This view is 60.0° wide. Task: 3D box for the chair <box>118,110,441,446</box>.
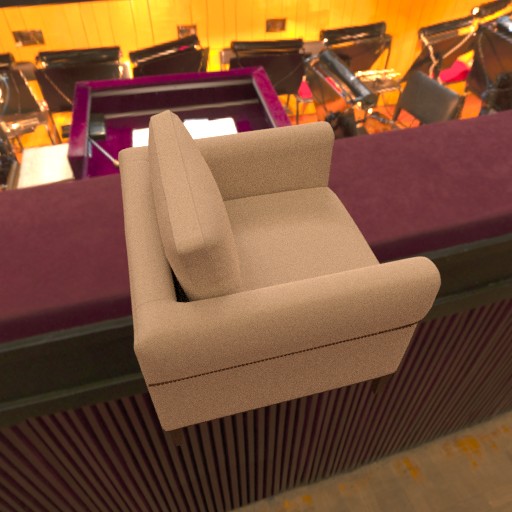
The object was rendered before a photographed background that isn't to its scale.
[{"bbox_3d":[0.000,0.000,1.691,0.896,0.915,0.982,-11,47,-10],"label":"chair"}]
